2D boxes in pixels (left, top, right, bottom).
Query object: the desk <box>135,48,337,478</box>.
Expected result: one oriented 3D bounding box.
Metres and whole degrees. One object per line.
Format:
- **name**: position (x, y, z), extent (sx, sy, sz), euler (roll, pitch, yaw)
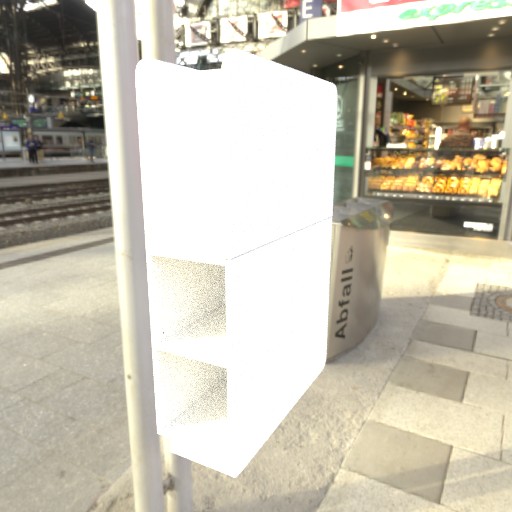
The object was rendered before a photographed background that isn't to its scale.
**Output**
- **desk**: position (0.000, 0.000, 1.544), extent (0.278, 1.190, 0.795), euler (7, 16, 27)
